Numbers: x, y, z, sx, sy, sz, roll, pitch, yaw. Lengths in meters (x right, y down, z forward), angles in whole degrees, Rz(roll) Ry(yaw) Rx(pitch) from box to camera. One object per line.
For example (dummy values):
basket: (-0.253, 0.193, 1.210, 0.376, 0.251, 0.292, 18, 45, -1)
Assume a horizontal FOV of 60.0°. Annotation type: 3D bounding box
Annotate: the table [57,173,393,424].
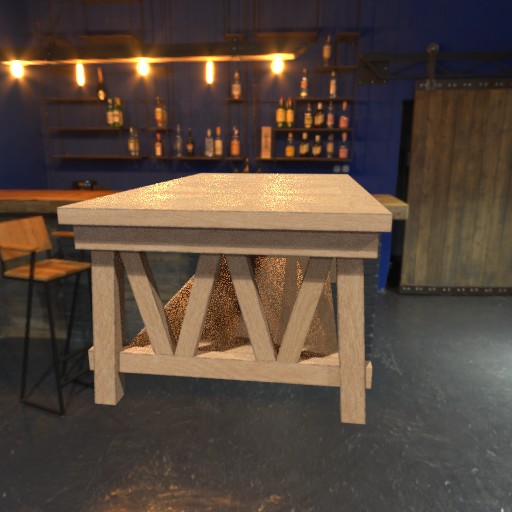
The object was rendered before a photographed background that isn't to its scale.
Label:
table: (0.000, 0.000, 1.594, 0.711, 0.507, 1.270, 2, 14, 7)
